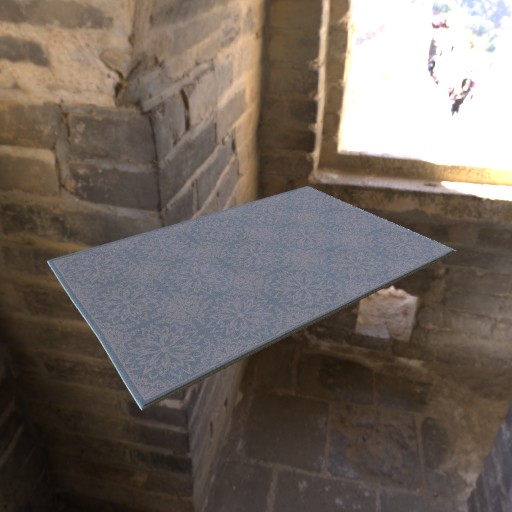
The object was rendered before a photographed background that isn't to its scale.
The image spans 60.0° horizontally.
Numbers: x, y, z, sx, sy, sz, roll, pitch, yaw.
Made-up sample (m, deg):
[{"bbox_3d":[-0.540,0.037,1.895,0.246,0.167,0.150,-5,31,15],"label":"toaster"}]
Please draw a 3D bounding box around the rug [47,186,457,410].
[{"bbox_3d":[0.000,0.000,3.553,2.746,0.018,1.819,-20,36,-31],"label":"rug"}]
